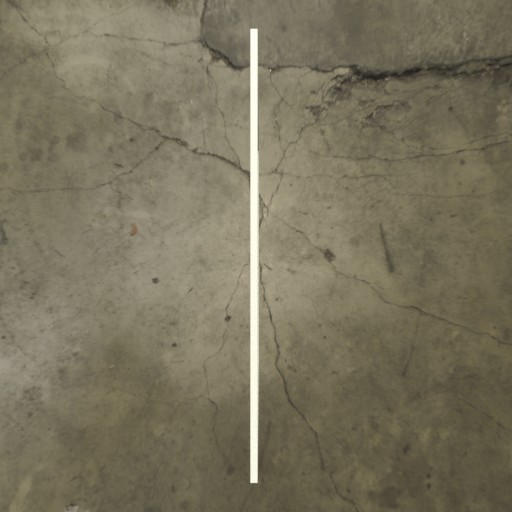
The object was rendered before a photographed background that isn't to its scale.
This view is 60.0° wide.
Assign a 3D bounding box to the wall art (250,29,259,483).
[{"bbox_3d":[0.000,0.000,1.198,0.013,0.813,0.812,0,90,1],"label":"wall art"}]
